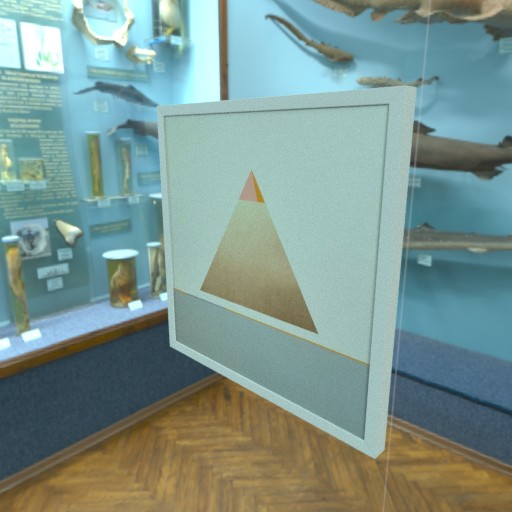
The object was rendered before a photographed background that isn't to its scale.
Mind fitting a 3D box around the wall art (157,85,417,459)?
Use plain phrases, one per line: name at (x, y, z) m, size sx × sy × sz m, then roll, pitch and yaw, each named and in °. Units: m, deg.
wall art at (0.000, 0.000, 1.141) m, size 0.768 × 0.765 × 0.041 m, roll 14°, pitch 21°, yaw 43°
